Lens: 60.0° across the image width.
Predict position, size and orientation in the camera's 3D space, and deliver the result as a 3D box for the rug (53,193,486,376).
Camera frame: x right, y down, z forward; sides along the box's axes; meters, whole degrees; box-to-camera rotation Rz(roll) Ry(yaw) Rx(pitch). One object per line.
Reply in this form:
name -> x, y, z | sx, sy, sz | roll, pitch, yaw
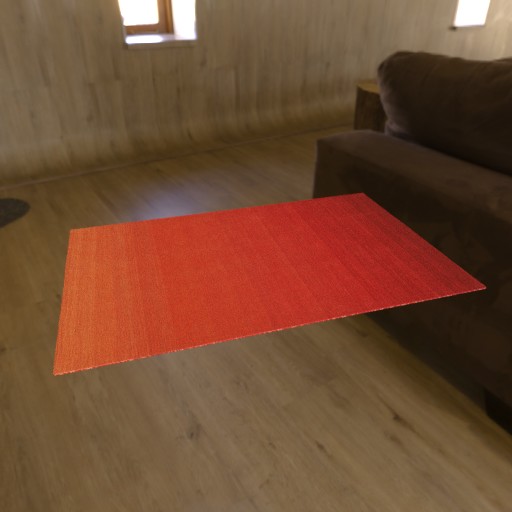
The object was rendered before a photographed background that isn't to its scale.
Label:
rug -> 0.000, 0.000, 2.992 | 2.442, 0.010, 1.531 | -9, 32, -14
